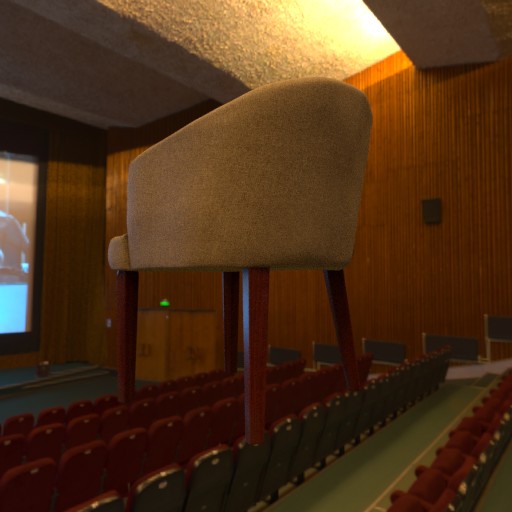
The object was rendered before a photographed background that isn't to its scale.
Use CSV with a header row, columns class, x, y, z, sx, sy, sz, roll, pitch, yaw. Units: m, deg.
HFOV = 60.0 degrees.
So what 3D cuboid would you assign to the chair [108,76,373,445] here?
class,x,y,z,sx,sy,sz,roll,pitch,yaw
chair,0.000,0.000,1.261,0.655,0.811,0.583,-2,-3,36
